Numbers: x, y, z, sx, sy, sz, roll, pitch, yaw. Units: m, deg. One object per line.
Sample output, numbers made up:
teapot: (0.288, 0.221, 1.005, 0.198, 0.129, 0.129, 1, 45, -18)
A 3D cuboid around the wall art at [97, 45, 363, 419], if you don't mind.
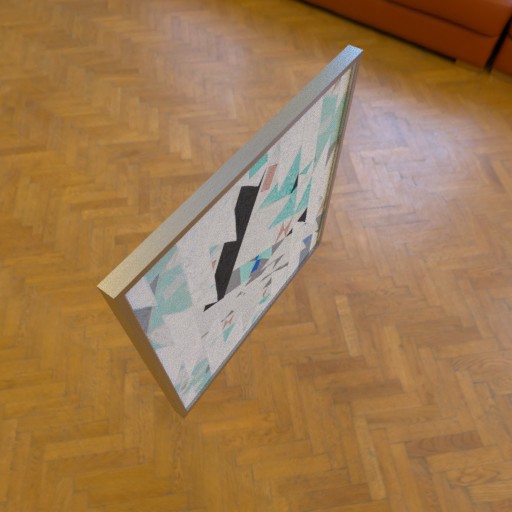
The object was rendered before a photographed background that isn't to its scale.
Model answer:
wall art: (0.000, 0.000, 1.210, 0.038, 0.806, 0.806, 31, 62, 18)
